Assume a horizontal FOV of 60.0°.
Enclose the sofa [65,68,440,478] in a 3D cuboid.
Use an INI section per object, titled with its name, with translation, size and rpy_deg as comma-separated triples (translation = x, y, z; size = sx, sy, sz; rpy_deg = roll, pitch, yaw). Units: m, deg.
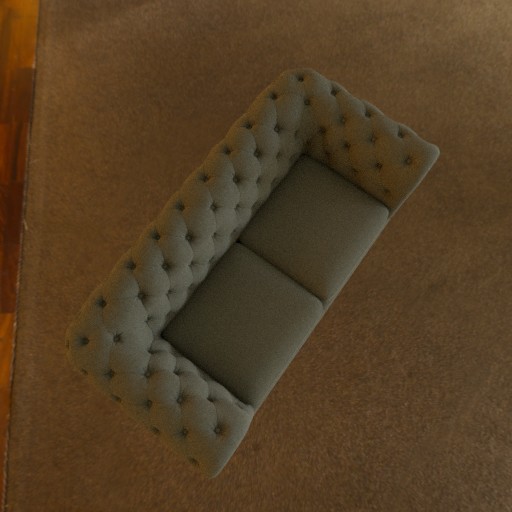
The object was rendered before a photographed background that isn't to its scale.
[sofa]
translation = 0.000, 0.000, 2.456
size = 0.986, 0.764, 1.998
rpy_deg = 35, 78, 9
